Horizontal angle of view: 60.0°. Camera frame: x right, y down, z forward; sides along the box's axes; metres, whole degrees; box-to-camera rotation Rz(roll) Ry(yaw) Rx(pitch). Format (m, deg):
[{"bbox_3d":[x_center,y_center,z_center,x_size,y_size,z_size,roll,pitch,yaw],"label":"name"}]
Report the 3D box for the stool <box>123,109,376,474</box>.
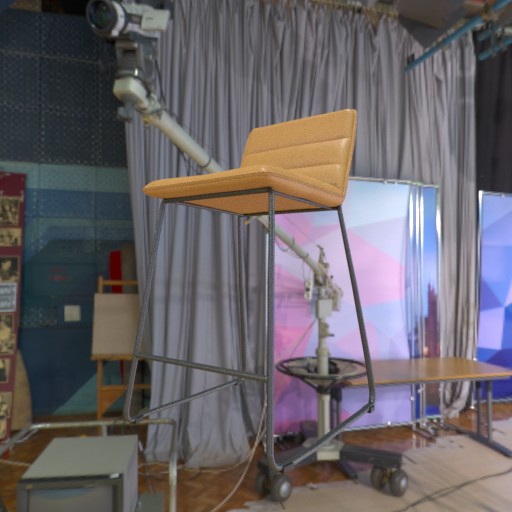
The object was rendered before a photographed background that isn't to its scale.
[{"bbox_3d":[0.000,0.000,1.200,0.489,0.866,0.524,0,-1,36],"label":"stool"}]
